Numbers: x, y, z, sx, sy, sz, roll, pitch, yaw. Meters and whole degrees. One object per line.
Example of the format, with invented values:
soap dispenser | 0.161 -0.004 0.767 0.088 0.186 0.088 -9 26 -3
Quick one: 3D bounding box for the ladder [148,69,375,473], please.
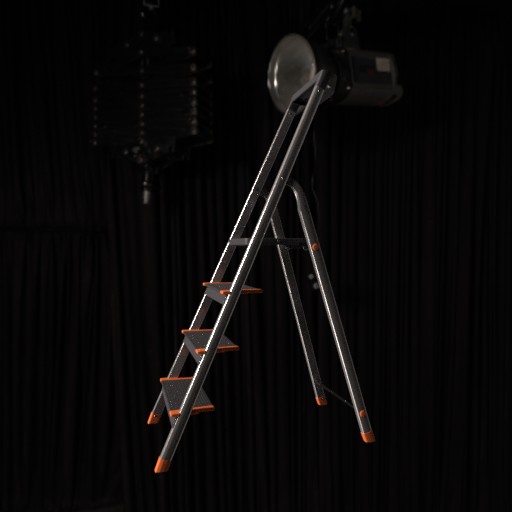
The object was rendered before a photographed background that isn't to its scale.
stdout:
ladder | 0.000 0.000 1.792 0.834 1.429 0.452 0 1 -17
